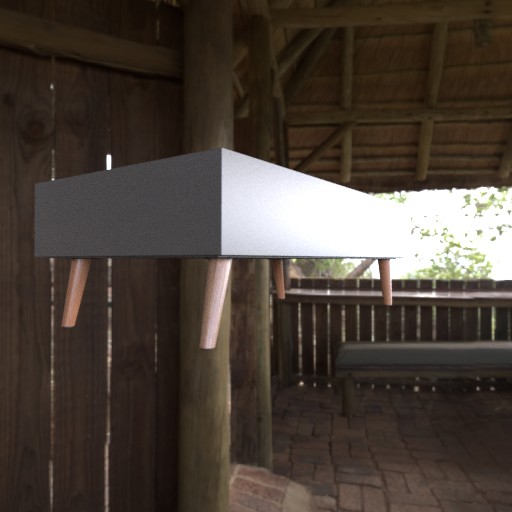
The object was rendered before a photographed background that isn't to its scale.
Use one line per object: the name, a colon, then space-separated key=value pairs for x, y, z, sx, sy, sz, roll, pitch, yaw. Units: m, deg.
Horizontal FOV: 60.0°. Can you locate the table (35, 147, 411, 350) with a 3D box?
table: x=0.000 y=0.000 z=1.540 sx=0.703 sy=0.404 sz=1.201 roll=0 pitch=-1 yaw=36
